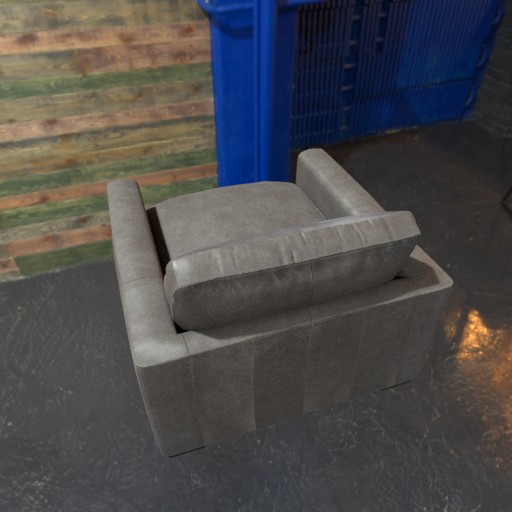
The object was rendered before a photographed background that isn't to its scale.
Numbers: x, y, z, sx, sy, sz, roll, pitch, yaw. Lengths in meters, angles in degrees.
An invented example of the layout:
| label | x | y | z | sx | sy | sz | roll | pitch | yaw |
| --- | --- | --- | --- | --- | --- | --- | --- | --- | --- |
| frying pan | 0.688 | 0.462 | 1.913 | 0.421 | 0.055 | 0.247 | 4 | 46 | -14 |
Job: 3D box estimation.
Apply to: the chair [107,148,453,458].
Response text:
| label | x | y | z | sx | sy | sz | roll | pitch | yaw |
| --- | --- | --- | --- | --- | --- | --- | --- | --- | --- |
| chair | 0.000 | 0.000 | 1.832 | 1.106 | 0.807 | 1.080 | -12 | 41 | -14 |
